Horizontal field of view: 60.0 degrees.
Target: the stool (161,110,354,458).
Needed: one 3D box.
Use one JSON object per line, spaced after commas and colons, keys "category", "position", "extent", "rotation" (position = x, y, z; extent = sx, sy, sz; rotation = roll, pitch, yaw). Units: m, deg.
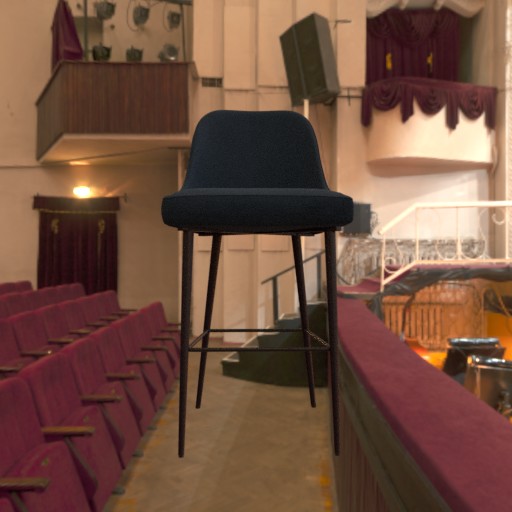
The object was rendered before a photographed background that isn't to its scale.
{"category": "stool", "position": [0.000, 0.000, 1.405], "extent": [0.527, 1.079, 0.489], "rotation": [0, 0, -2]}
